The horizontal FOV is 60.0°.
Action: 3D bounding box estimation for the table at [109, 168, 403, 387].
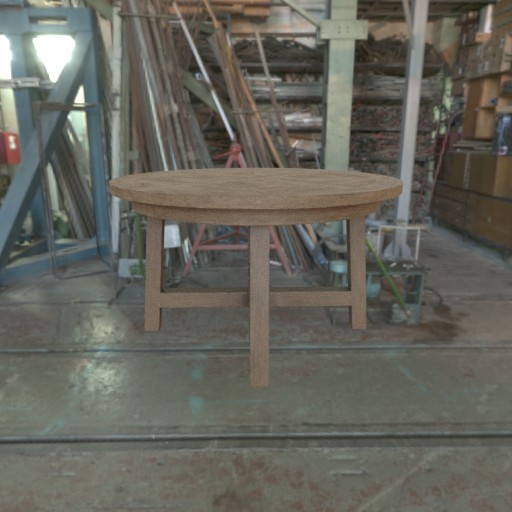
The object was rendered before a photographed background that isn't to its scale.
[{"bbox_3d":[0.000,0.000,2.186,1.319,0.762,1.319,0,15,0],"label":"table"}]
